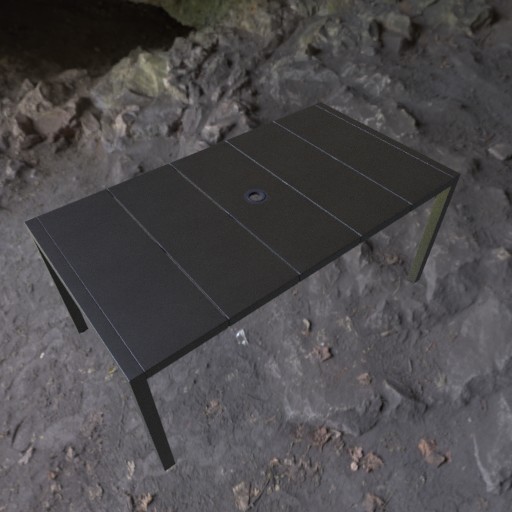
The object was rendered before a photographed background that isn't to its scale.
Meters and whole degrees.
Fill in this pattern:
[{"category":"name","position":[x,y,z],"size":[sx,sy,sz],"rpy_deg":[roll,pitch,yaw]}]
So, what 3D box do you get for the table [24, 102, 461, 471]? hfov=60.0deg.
[{"category":"table","position":[0.000,0.000,2.172],"size":[1.680,0.735,0.914],"rpy_deg":[-30,52,-26]}]
